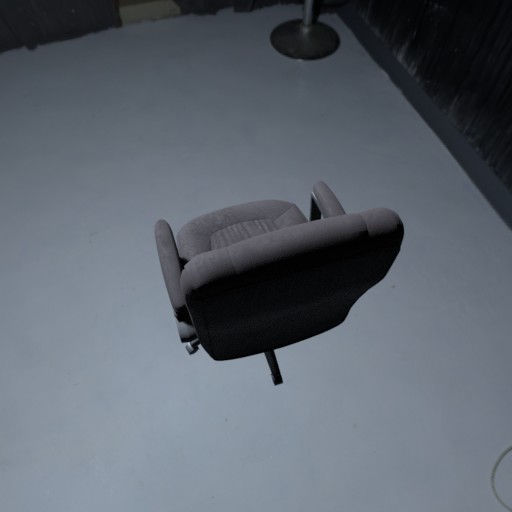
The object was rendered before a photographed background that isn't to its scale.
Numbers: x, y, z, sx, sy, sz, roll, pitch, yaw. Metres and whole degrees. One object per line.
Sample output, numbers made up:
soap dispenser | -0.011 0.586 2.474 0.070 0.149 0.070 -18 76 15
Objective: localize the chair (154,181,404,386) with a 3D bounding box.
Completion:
chair | 0.000 0.000 1.544 0.667 1.105 0.724 -15 59 -9
